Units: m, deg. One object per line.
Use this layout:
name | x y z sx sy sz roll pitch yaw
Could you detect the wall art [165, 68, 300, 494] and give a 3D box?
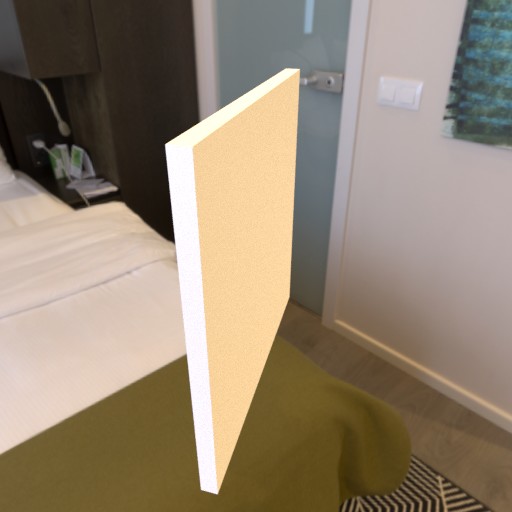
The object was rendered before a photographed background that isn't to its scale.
wall art | 0.000 0.000 0.800 0.028 0.559 0.559 8 31 13
